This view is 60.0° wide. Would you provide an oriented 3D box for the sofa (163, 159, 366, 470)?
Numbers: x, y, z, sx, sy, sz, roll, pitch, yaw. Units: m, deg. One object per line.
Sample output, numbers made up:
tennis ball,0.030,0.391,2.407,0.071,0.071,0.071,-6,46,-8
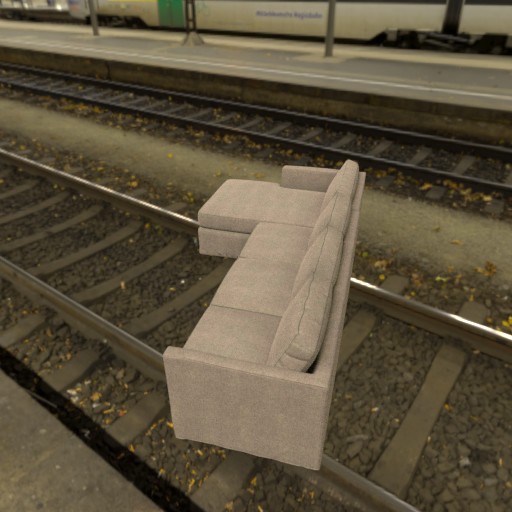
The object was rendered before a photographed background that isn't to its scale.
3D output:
sofa,0.000,0.000,3.876,1.650,0.922,3.205,8,32,13
